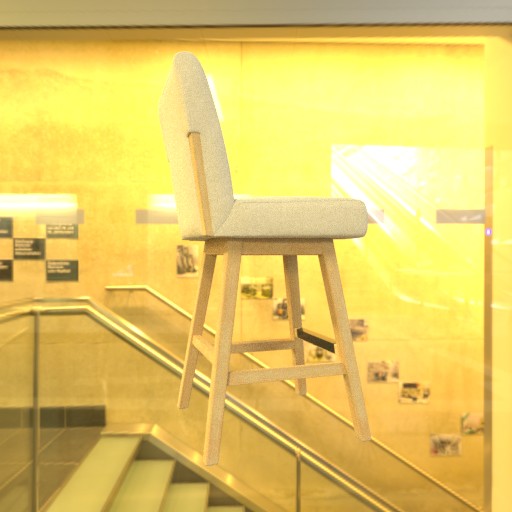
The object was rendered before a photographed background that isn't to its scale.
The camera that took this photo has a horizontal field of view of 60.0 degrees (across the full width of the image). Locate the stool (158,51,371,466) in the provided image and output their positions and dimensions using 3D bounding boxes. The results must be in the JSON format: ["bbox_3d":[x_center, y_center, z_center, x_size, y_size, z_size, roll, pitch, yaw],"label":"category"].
[{"bbox_3d":[0.000,0.000,1.335,0.543,1.015,0.446,0,0,-19],"label":"stool"}]
